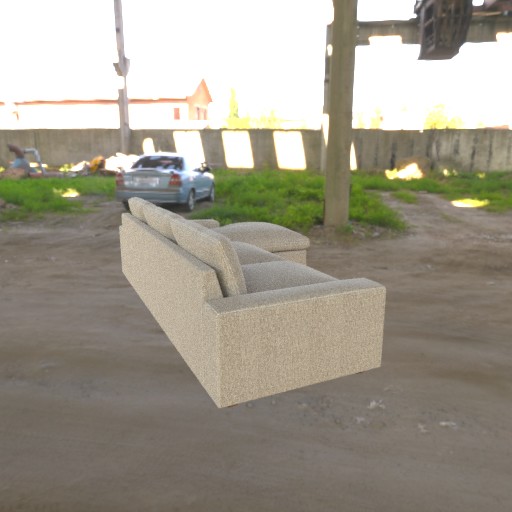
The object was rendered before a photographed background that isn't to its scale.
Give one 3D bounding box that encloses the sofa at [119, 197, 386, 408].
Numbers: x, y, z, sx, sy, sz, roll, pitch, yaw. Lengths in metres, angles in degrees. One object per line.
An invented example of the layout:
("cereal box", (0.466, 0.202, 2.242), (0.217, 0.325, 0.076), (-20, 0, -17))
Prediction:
("sofa", (0.000, 0.000, 3.549), (1.689, 0.813, 2.718), (-6, 15, -25))
